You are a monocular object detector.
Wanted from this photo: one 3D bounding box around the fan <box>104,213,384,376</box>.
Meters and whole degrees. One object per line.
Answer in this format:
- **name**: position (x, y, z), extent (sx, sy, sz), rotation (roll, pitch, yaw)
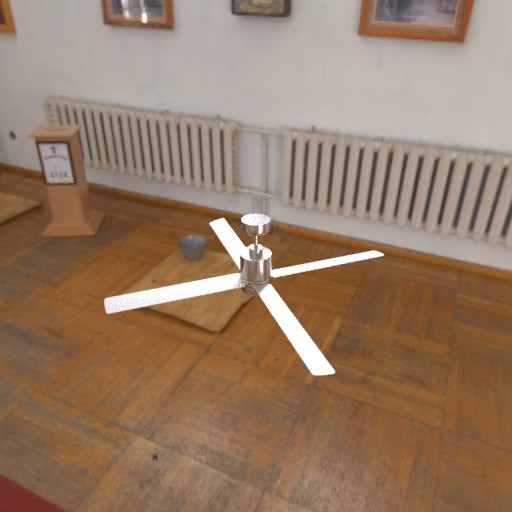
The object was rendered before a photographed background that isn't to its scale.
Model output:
- **fan**: position (0.000, 0.000, 1.961), extent (1.322, 0.355, 1.322), rotation (-10, 31, -18)
